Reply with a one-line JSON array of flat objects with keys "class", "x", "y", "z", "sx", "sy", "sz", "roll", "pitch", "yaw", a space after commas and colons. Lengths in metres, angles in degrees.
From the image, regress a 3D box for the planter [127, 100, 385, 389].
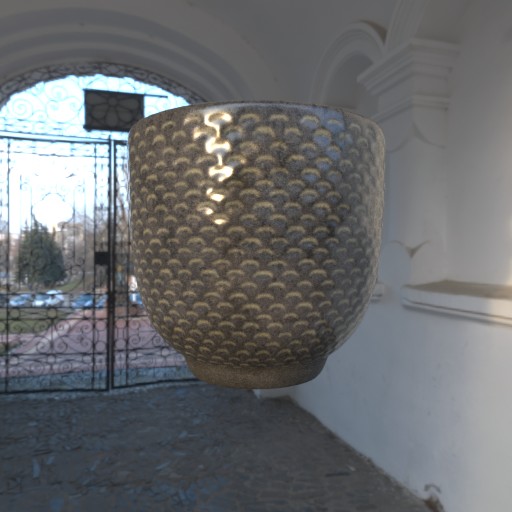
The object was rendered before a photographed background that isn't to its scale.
[{"class": "planter", "x": 0.000, "y": 0.000, "z": 0.308, "sx": 0.172, "sy": 0.160, "sz": 0.172, "roll": 0, "pitch": 1, "yaw": 0}]
